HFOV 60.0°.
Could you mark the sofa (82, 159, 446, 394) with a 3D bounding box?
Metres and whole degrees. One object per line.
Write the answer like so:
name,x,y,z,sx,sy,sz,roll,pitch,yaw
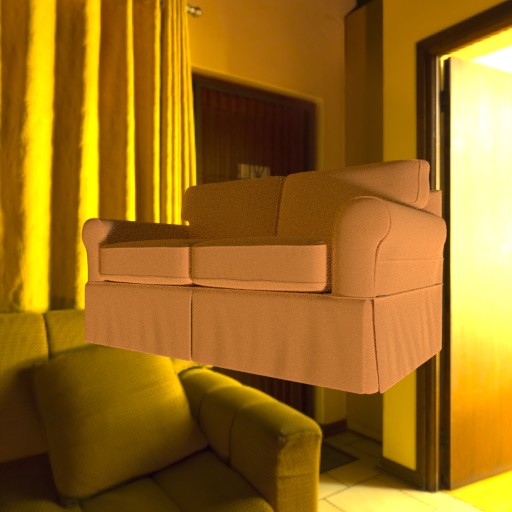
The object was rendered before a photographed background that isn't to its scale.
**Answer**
sofa,0.000,0.000,2.314,1.727,0.940,0.991,0,0,35
